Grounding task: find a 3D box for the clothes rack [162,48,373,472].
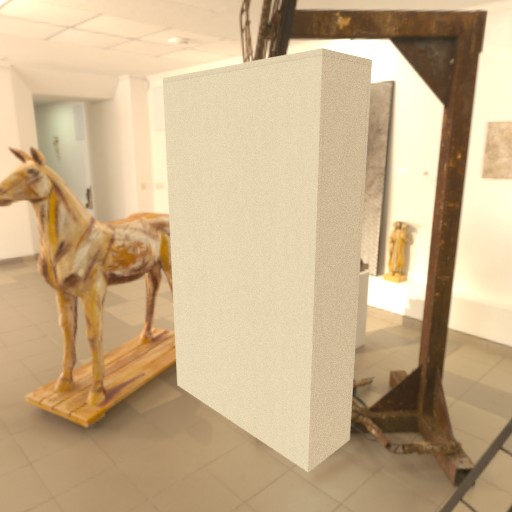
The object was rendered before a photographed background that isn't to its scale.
[{"bbox_3d":[0.000,0.000,1.637,0.250,1.280,0.750,-13,19,-42],"label":"clothes rack"}]
